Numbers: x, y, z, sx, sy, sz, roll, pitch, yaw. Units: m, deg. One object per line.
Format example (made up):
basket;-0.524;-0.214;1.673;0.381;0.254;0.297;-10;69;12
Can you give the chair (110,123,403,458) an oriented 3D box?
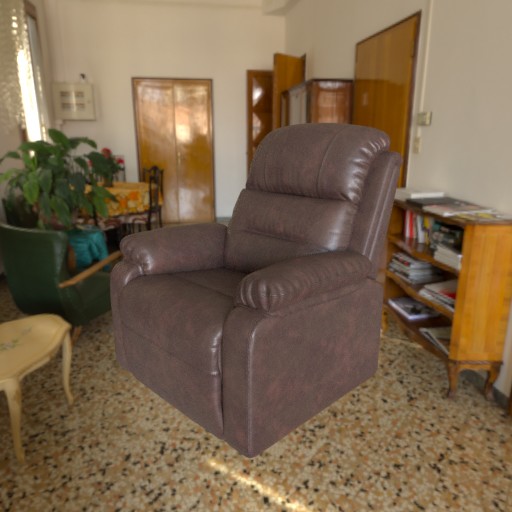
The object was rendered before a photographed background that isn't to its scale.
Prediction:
chair;0.000;0.000;1.702;0.919;0.992;0.855;-15;21;-43
